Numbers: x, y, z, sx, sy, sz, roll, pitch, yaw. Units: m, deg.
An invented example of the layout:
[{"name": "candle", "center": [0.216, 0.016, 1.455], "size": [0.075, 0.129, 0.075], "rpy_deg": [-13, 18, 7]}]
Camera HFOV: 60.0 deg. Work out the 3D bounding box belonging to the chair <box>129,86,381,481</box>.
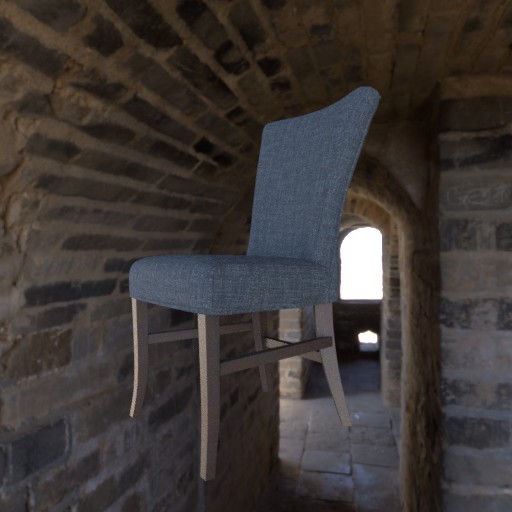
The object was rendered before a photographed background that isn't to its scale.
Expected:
[{"name": "chair", "center": [0.000, 0.000, 1.351], "size": [0.660, 0.991, 0.520], "rpy_deg": [0, 0, -35]}]
